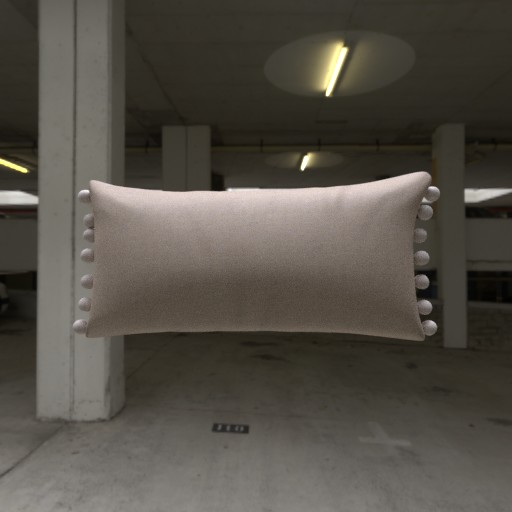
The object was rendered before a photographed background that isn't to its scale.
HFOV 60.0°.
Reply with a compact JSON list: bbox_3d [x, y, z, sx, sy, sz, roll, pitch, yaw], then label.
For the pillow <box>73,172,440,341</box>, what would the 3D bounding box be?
[{"bbox_3d":[0.000,0.000,0.846,0.709,0.322,0.201,0,-1,1],"label":"pillow"}]
